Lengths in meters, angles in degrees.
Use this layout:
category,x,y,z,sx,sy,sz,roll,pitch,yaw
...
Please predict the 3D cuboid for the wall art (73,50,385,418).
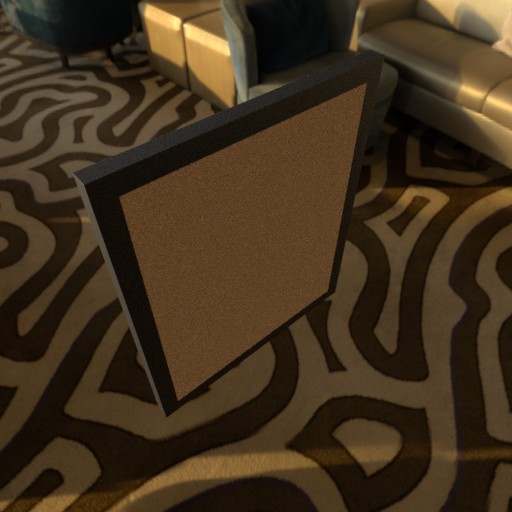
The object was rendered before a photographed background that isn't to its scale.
category,x,y,z,sx,sy,sz,roll,pitch,yaw
wall art,0.000,0.000,0.691,0.432,0.508,0.025,-32,55,-26
